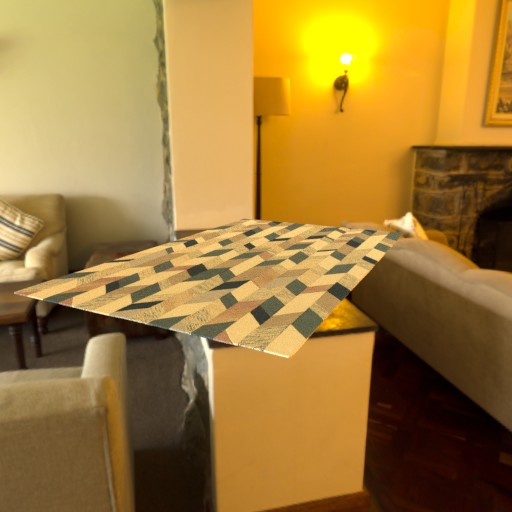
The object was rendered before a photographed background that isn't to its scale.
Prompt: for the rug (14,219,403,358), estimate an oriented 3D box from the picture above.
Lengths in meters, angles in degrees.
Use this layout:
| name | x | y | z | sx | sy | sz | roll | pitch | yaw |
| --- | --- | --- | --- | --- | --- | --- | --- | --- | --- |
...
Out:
| name | x | y | z | sx | sy | sz | roll | pitch | yaw |
| --- | --- | --- | --- | --- | --- | --- | --- | --- | --- |
| rug | 0.000 | 0.000 | 2.949 | 1.513 | 0.008 | 2.423 | 7 | 16 | 26 |
